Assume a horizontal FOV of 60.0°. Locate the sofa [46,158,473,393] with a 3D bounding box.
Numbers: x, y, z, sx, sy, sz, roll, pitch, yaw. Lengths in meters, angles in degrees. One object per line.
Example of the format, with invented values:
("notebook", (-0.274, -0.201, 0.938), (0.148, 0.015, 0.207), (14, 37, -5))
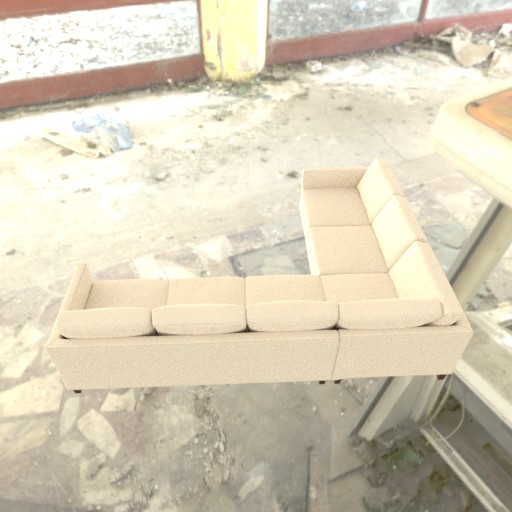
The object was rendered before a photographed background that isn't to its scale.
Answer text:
("sofa", (0.000, 0.000, 4.315), (3.182, 0.863, 2.432), (-2, 42, -2))
